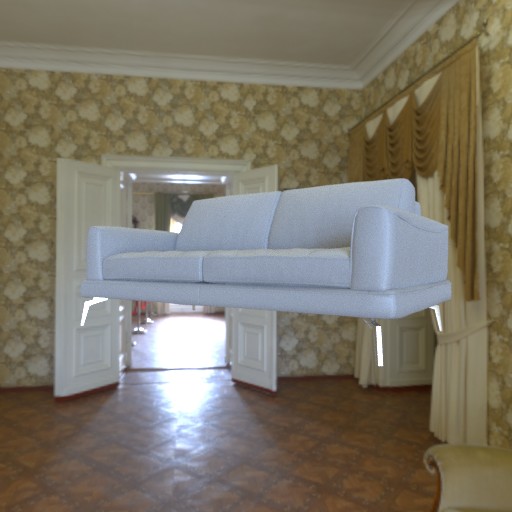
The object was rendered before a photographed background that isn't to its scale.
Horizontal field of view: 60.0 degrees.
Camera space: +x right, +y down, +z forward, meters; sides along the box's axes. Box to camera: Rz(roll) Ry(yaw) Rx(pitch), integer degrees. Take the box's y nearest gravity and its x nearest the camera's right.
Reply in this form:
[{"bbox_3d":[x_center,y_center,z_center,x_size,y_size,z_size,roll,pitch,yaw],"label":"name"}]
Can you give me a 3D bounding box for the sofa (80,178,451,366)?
[{"bbox_3d":[0.000,0.000,2.824,2.177,0.930,1.121,-1,-1,35],"label":"sofa"}]
